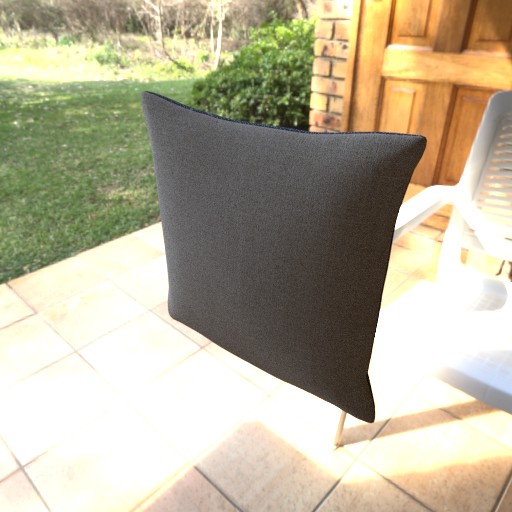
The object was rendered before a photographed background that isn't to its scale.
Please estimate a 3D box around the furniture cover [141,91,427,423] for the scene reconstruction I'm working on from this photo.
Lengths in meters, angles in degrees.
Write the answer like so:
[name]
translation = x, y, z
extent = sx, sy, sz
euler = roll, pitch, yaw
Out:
[furniture cover]
translation = 0.000, 0.000, 0.776
extent = 0.511, 0.503, 0.162
euler = 21, 36, 31
